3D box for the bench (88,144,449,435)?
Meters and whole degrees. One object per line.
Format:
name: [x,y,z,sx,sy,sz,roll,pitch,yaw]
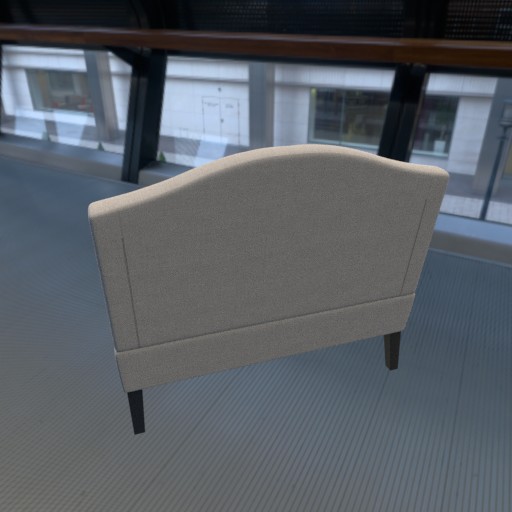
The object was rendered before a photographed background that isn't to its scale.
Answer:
bench: [0.000,0.000,2.050,1.335,1.180,0.815,-9,29,-16]
